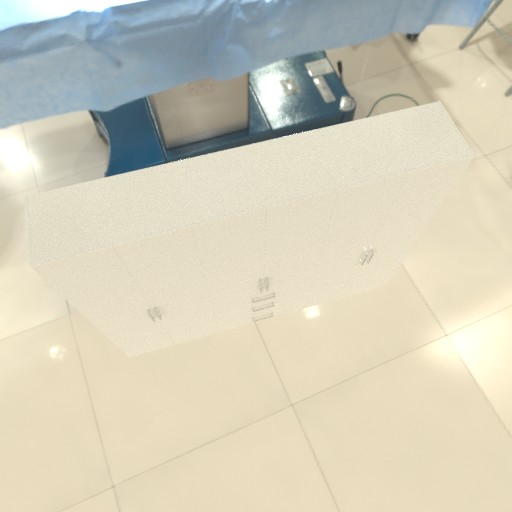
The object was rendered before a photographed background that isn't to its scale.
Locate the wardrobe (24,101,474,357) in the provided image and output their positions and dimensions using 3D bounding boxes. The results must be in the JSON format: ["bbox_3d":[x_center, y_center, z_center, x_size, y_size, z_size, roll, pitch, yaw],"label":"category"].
[{"bbox_3d":[0.000,0.000,4.025,3.000,2.360,0.580,-15,65,-7],"label":"wardrobe"}]
